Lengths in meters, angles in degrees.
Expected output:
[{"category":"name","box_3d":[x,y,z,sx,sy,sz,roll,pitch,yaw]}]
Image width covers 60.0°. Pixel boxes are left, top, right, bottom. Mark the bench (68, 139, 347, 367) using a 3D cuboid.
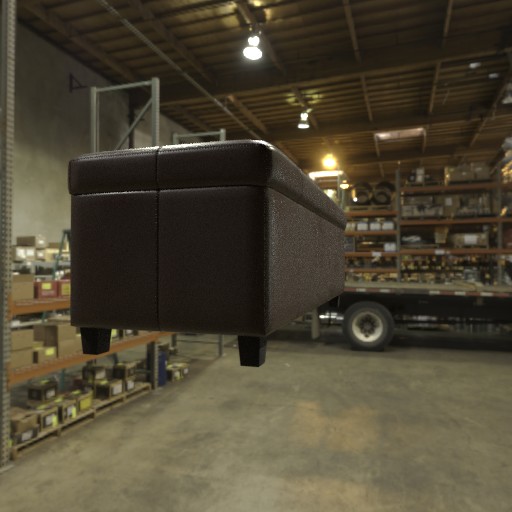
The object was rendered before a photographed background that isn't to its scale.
[{"category":"bench","box_3d":[0.000,0.000,1.402,0.450,0.417,1.219,0,-1,18]}]
